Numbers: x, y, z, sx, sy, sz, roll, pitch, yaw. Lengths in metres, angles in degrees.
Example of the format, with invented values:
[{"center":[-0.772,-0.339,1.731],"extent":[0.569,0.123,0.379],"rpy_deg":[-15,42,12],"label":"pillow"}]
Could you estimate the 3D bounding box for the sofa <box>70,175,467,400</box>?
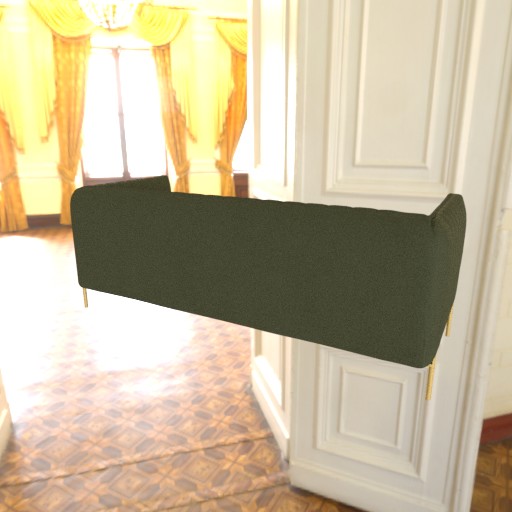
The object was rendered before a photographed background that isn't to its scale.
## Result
[{"center":[0.000,0.000,2.586],"extent":[2.137,0.793,0.896],"rpy_deg":[9,18,28],"label":"sofa"}]
